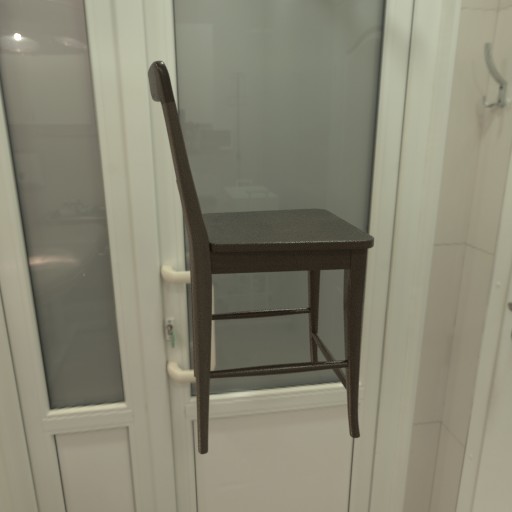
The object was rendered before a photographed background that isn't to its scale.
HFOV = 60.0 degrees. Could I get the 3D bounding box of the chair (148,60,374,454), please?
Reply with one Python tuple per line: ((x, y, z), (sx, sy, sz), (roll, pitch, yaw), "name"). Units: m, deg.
((0.000, 0.000, 1.290), (0.546, 0.991, 0.450), (-3, 17, -9), "chair")
